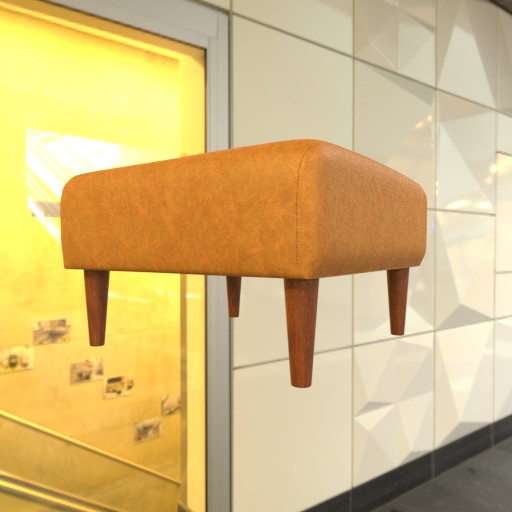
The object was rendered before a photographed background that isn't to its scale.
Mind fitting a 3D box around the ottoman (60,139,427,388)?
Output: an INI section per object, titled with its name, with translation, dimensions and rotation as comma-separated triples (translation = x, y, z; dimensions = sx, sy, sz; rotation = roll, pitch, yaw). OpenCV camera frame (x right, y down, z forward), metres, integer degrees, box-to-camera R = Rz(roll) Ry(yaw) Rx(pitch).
[ottoman]
translation = 0.000, 0.000, 1.054
dimensions = 0.650, 0.399, 0.650
rotation = 1, 1, 34
